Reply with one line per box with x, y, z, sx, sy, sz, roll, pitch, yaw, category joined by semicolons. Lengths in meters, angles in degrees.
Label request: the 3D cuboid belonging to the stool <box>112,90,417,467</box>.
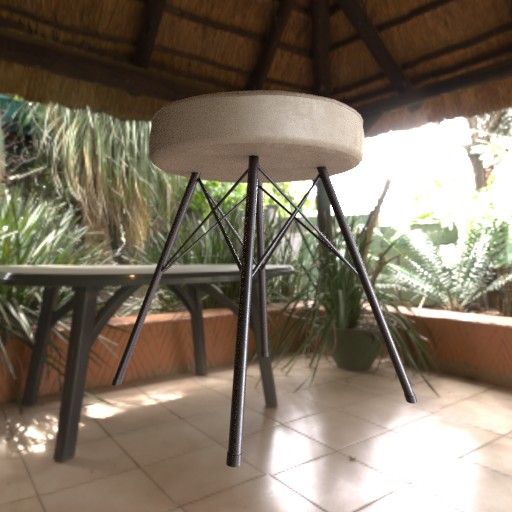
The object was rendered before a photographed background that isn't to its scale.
0.000;0.000;0.873;0.423;0.538;0.457;0;1;-37;stool
